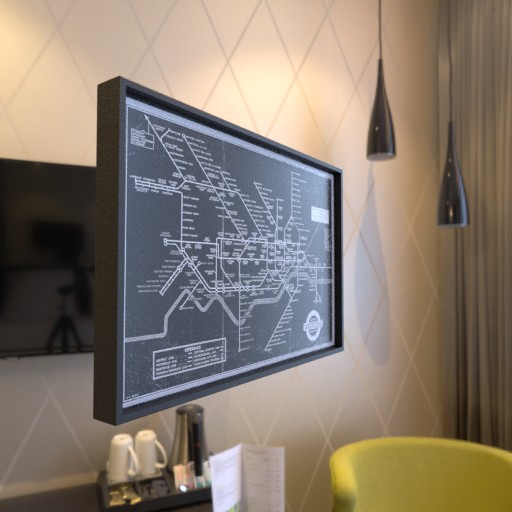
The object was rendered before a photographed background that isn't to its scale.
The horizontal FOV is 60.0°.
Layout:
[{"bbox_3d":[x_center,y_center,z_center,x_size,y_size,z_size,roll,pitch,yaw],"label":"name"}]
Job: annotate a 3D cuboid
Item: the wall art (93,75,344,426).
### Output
[{"bbox_3d":[0.000,0.000,0.859,0.051,0.456,0.671,-1,-3,36],"label":"wall art"}]
